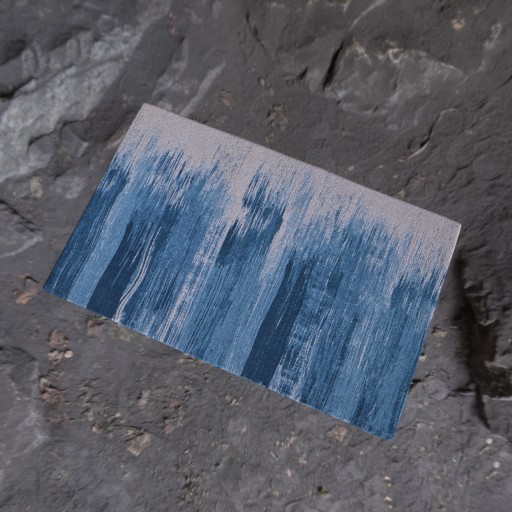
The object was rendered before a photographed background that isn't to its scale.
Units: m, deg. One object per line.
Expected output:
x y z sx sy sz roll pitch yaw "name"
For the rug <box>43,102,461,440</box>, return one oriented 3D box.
0.000 0.000 2.993 2.450 0.027 1.540 22 78 5 "rug"
